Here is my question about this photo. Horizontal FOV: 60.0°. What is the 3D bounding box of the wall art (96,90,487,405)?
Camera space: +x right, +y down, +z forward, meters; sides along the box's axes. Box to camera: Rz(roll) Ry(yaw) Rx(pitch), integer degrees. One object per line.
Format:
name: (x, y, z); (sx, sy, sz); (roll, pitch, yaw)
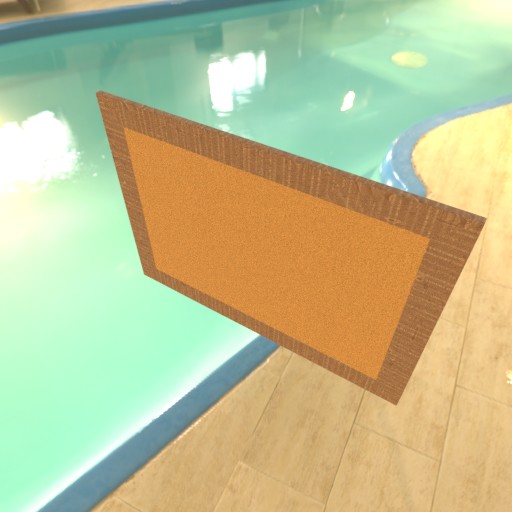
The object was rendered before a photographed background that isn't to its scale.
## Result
wall art: (0.000, 0.000, 1.329); (1.056, 0.761, 0.020); (24, 50, 22)
